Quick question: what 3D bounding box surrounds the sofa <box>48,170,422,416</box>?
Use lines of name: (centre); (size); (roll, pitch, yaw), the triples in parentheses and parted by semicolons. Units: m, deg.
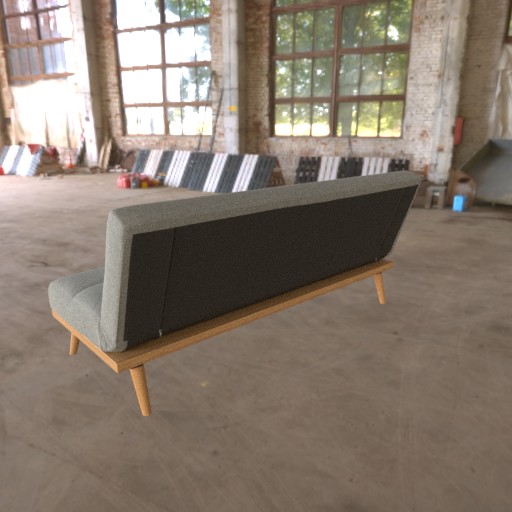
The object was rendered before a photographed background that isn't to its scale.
sofa: (0.000, 0.000, 2.264); (1.820, 0.800, 0.800); (-14, 22, -40)
